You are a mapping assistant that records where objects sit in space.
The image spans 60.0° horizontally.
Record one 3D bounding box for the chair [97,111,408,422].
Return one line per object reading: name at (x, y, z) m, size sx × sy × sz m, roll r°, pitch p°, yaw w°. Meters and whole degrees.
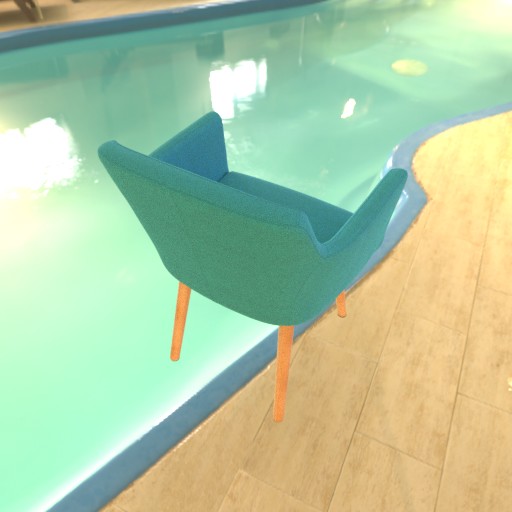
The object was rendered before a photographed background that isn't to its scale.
chair at (0.000, 0.000, 1.169) m, size 0.570 × 0.780 × 0.540 m, roll 24°, pitch 49°, yaw 22°
